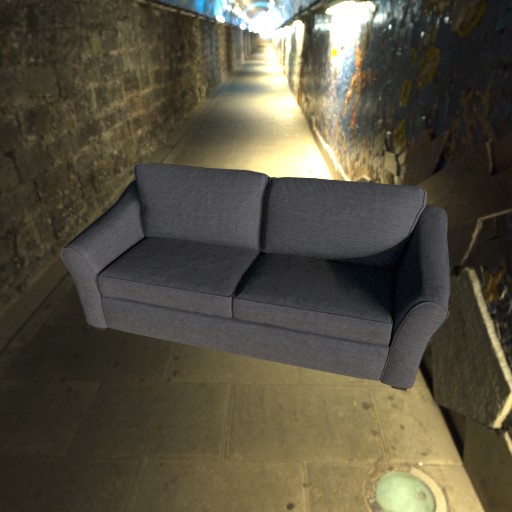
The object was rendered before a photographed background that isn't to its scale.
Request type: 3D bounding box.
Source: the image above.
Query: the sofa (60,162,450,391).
[{"bbox_3d":[0.000,0.000,2.842,2.270,0.950,0.971,8,28,15],"label":"sofa"}]
